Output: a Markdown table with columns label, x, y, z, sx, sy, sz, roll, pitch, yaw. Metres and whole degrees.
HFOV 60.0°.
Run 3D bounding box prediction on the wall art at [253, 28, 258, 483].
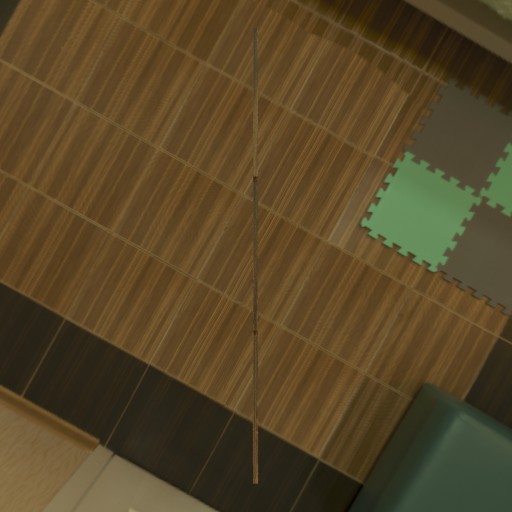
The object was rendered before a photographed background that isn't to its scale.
| label | x | y | z | sx | sy | sz | roll | pitch | yaw |
| --- | --- | --- | --- | --- | --- | --- | --- | --- | --- |
| wall art | 0.000 | 0.000 | 1.789 | 0.013 | 1.213 | 1.215 | 0 | 90 | 0 |
